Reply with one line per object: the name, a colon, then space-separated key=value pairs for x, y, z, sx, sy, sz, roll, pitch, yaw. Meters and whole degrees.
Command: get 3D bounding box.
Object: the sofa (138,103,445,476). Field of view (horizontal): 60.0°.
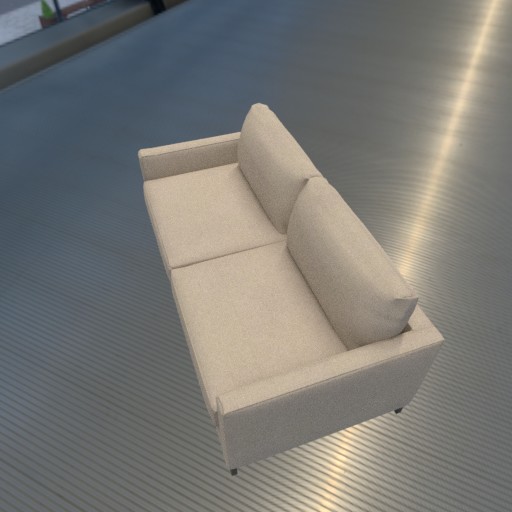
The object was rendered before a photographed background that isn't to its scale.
sofa: x=0.000 y=0.000 z=2.184 sx=0.875 sy=0.840 sz=1.682 roll=-14 pitch=47 yaw=-14
